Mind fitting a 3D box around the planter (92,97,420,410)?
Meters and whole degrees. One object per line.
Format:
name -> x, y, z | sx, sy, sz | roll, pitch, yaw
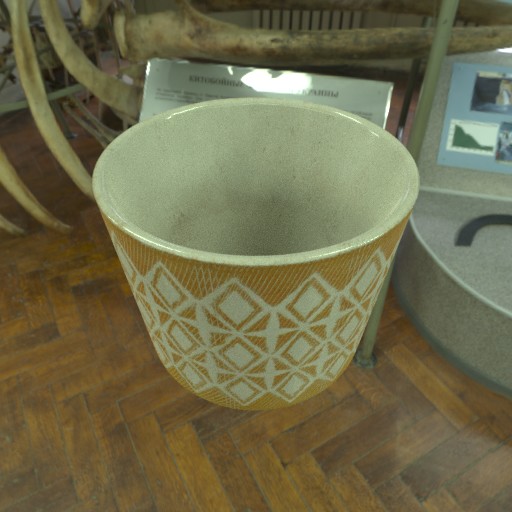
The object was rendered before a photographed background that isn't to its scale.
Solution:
planter -> 0.000, 0.000, 0.211 | 0.126, 0.104, 0.126 | 0, 41, 0
